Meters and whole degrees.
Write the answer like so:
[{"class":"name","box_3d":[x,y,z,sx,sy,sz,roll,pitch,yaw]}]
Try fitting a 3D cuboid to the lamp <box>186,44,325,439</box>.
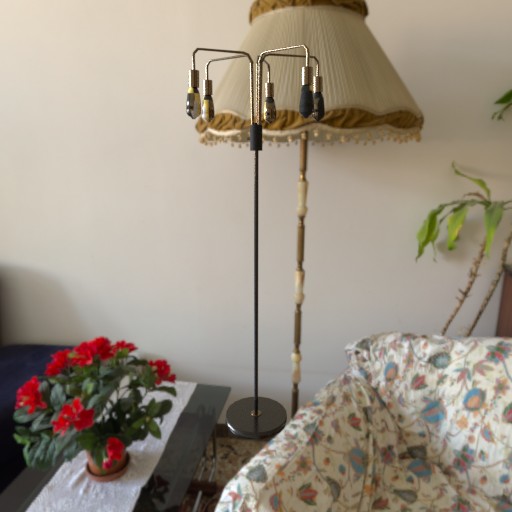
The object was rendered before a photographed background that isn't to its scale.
[{"class":"lamp","box_3d":[0.000,0.000,2.025,0.599,1.721,0.572,-7,16,-27]}]
